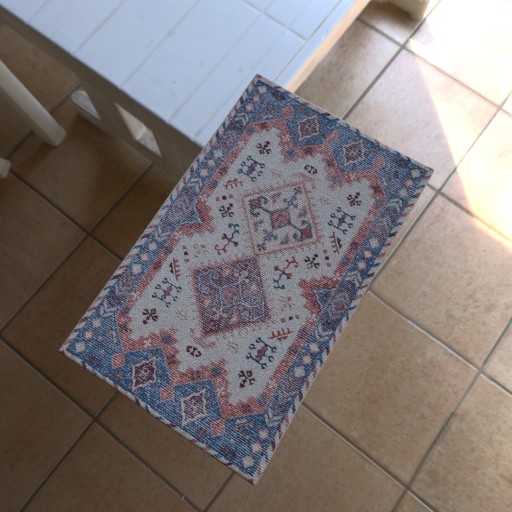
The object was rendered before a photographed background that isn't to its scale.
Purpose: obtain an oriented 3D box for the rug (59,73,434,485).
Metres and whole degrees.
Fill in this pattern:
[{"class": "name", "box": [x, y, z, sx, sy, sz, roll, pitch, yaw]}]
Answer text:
[{"class": "rug", "box": [0.000, 0.000, 3.051, 1.521, 0.023, 2.464, 31, 78, 7]}]
